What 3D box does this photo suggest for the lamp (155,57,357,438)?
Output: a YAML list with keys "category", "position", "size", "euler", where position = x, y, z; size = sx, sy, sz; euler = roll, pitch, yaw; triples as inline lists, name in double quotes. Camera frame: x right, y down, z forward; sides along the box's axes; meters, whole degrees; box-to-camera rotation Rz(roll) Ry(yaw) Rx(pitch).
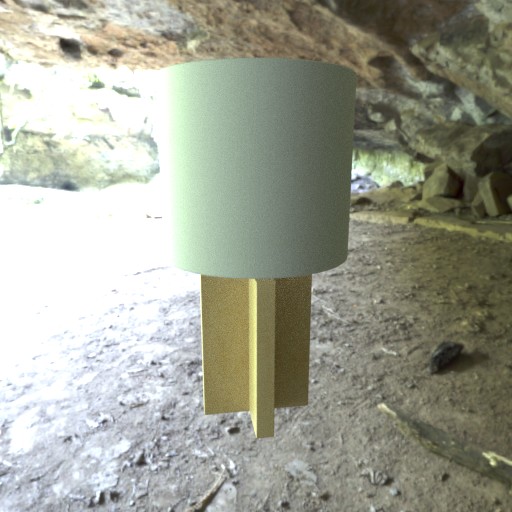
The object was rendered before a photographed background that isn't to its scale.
- category: "lamp"
  position: [0.000, 0.000, 0.565]
  size: [0.229, 0.428, 0.229]
  euler: [-2, 14, -9]
